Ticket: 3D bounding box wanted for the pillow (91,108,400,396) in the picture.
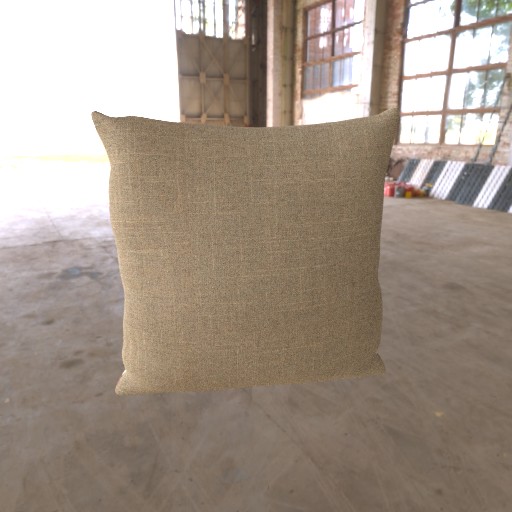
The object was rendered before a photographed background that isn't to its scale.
[{"bbox_3d":[0.000,0.000,0.667,0.439,0.427,0.182,-2,16,-9],"label":"pillow"}]
